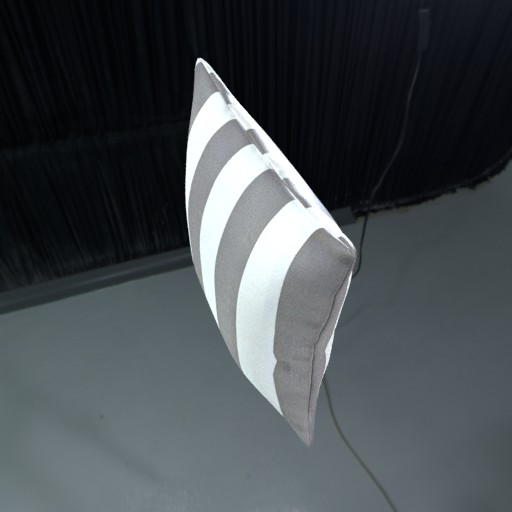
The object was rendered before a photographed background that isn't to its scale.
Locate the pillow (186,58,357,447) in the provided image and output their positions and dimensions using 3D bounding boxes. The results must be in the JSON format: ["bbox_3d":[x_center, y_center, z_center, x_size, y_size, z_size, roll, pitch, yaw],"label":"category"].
[{"bbox_3d":[0.000,0.000,0.786,0.192,0.507,0.522,-16,48,-15],"label":"pillow"}]
